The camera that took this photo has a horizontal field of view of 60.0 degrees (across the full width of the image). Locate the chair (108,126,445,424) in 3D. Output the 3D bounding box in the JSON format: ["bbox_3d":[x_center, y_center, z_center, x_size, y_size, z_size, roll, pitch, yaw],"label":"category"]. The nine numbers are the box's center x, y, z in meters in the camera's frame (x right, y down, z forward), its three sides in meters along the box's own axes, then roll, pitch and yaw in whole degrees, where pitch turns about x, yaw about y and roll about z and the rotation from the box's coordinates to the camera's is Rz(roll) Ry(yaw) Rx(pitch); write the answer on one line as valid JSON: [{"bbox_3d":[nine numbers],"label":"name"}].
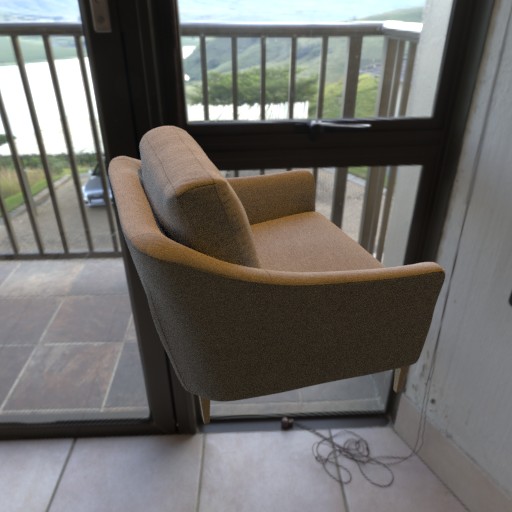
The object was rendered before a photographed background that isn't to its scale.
[{"bbox_3d":[0.000,0.000,1.708,0.961,0.902,0.986,-11,32,-18],"label":"chair"}]
